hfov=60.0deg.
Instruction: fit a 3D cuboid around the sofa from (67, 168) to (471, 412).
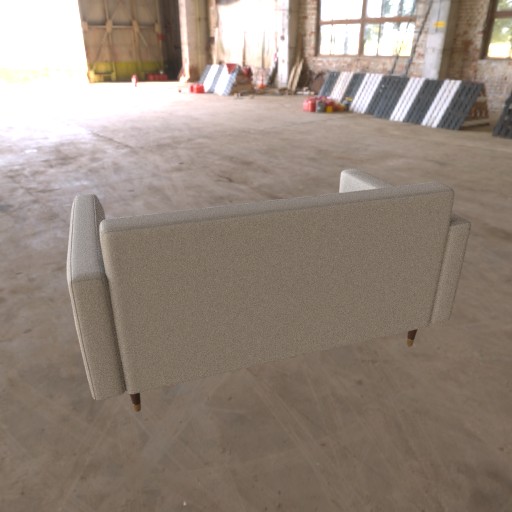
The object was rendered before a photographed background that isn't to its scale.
[{"bbox_3d":[0.000,0.000,2.104,1.585,0.801,0.950,-9,27,-17],"label":"sofa"}]
